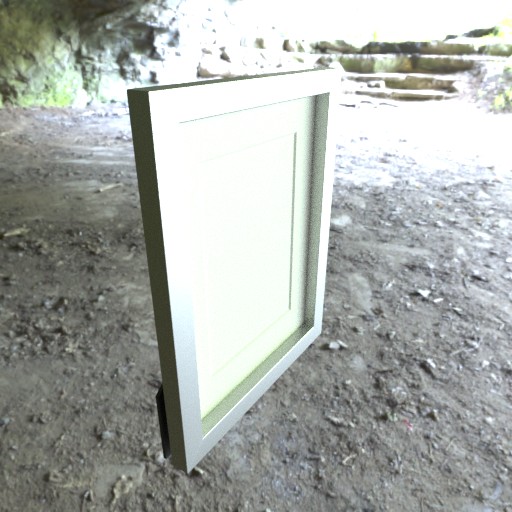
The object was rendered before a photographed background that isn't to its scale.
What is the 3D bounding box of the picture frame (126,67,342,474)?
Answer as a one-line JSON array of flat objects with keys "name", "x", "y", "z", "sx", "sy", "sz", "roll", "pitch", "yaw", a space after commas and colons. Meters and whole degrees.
[{"name": "picture frame", "x": 0.000, "y": 0.000, "z": 0.510, "sx": 0.036, "sy": 0.386, "sz": 0.307, "roll": 17, "pitch": 31, "yaw": 31}]
